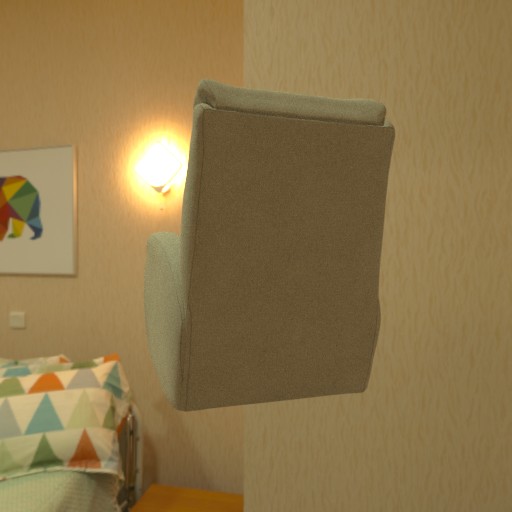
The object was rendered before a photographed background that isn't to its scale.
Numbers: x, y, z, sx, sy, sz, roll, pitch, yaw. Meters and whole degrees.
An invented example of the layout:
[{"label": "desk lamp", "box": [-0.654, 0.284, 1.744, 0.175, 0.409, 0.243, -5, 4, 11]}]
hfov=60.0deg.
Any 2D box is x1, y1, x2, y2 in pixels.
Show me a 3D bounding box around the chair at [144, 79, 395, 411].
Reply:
[{"label": "chair", "box": [0.000, 0.000, 1.705, 0.794, 1.021, 0.940, 0, 1, -18]}]
